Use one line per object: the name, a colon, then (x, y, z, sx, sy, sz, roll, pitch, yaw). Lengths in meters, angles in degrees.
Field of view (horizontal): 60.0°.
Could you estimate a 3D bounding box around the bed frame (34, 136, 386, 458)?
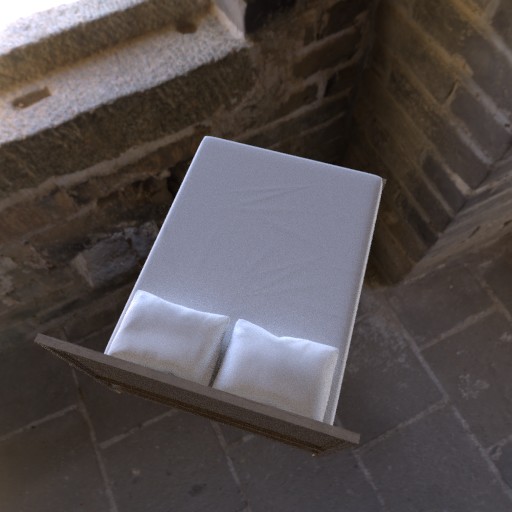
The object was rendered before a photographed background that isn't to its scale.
bed frame: (0.000, 0.000, 3.144, 1.606, 1.369, 2.189, 15, 64, 8)
